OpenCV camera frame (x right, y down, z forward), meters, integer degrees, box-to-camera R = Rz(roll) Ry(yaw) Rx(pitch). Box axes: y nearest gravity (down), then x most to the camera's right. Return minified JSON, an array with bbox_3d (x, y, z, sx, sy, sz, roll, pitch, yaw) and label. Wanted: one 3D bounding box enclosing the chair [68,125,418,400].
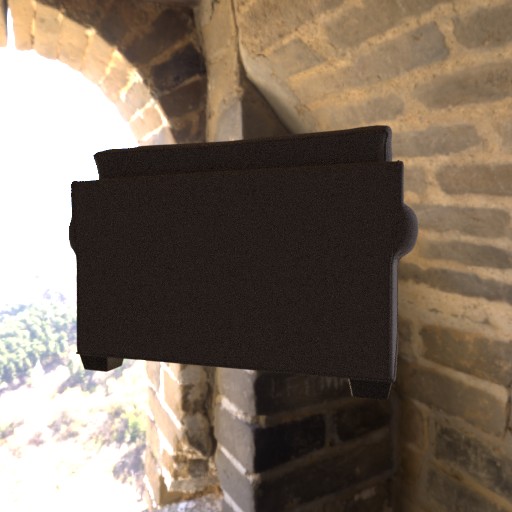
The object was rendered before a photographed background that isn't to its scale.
[{"bbox_3d":[0.000,0.000,2.032,1.390,0.930,0.930,0,1,18],"label":"chair"}]
